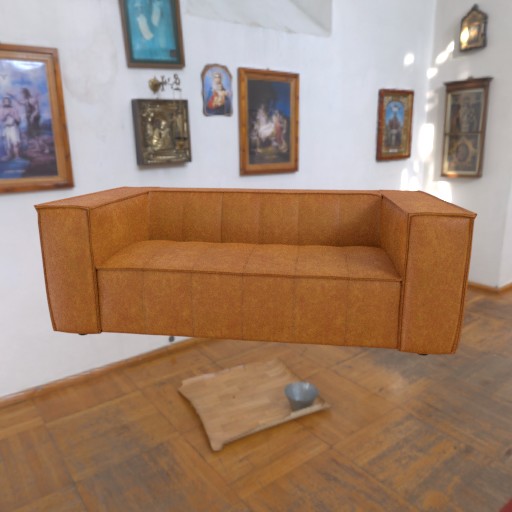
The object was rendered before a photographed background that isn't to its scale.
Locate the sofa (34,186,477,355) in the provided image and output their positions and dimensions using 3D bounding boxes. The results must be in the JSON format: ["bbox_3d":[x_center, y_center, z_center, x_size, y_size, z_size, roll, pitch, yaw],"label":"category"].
[{"bbox_3d":[0.000,0.000,2.591,2.088,0.703,1.102,2,14,7],"label":"sofa"}]
